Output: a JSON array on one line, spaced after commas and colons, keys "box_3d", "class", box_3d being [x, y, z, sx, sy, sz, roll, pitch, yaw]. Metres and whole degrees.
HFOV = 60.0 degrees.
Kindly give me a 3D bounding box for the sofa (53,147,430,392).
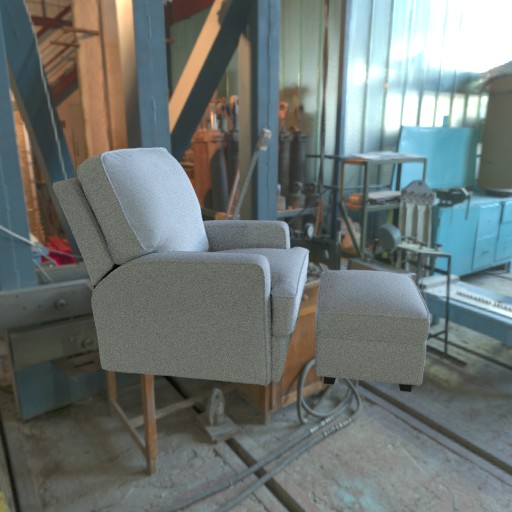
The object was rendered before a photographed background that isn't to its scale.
[{"box_3d": [0.000, 0.000, 2.034, 1.472, 0.959, 0.861, 3, 16, 10], "class": "sofa"}]
